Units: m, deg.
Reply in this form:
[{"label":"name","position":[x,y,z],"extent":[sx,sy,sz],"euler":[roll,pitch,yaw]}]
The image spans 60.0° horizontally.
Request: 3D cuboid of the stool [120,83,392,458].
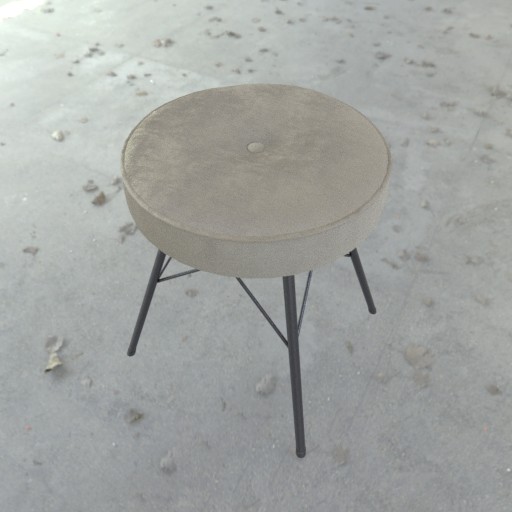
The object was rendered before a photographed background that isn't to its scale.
[{"label":"stool","position":[0.000,0.000,0.865],"extent":[0.457,0.538,0.423],"euler":[24,51,20]}]
